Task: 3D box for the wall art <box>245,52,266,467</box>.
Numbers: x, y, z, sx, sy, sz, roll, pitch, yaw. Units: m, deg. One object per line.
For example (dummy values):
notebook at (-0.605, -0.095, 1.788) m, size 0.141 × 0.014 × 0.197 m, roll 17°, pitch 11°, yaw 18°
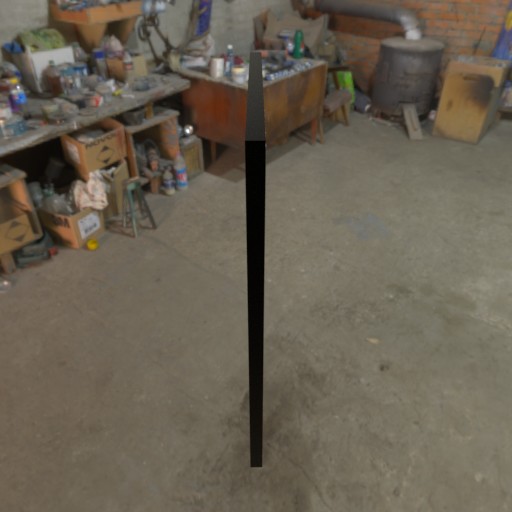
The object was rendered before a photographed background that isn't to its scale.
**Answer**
wall art at (0.000, 0.000, 1.422) m, size 0.040 × 1.062 × 0.805 m, roll 0°, pitch 35°, yaw 0°
